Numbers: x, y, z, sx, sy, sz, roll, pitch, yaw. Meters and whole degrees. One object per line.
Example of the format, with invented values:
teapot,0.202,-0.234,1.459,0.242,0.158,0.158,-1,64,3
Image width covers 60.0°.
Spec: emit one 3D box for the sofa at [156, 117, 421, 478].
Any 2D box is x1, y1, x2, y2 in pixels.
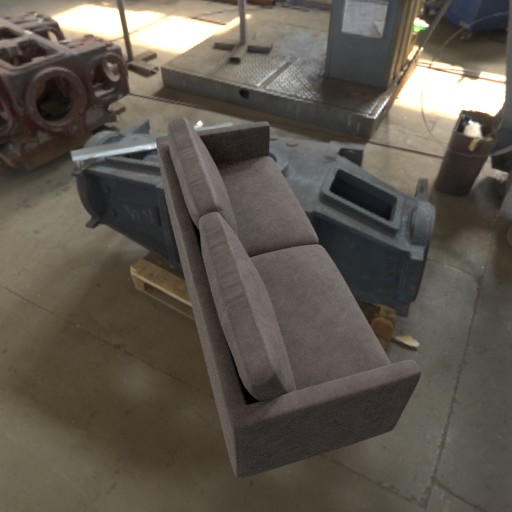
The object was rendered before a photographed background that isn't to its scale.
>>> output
sofa,0.000,0.000,2.943,0.951,0.965,2.434,-12,47,-11
